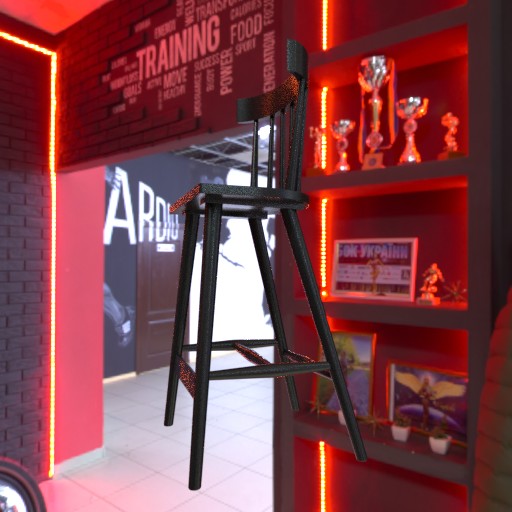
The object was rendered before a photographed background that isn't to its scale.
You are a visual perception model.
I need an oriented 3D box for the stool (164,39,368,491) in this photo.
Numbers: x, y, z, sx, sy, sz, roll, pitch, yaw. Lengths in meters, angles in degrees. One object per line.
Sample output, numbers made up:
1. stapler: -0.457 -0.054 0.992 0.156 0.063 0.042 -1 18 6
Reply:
1. stool: 0.000 0.000 1.319 0.483 1.092 0.482 0 -1 -19
